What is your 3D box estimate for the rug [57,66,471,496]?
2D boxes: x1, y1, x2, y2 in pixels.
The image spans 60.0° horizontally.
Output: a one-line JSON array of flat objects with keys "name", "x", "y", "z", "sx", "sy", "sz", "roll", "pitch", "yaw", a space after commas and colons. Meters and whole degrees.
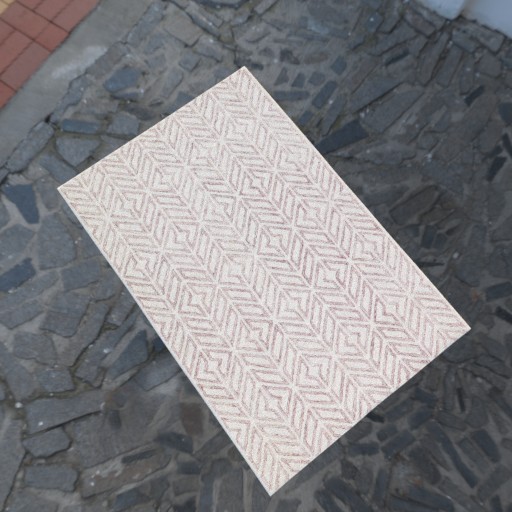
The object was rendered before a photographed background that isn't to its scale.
[{"name": "rug", "x": 0.000, "y": 0.000, "z": 2.223, "sx": 1.220, "sy": 0.007, "sz": 1.828, "roll": -36, "pitch": 79, "yaw": -8}]
